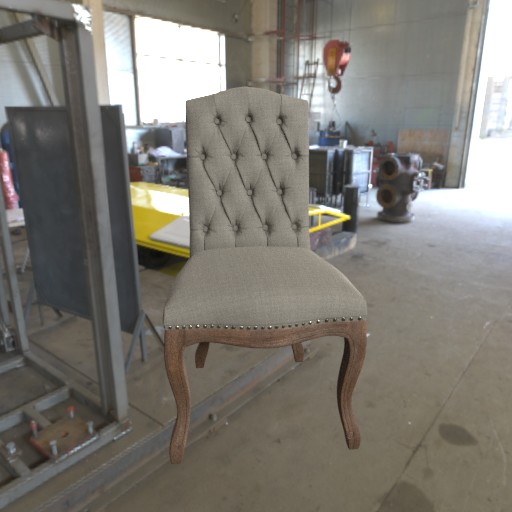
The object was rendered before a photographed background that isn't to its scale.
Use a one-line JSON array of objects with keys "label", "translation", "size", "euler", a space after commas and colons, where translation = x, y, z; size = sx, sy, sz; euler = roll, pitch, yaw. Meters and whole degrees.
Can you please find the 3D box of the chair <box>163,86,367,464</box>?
[{"label": "chair", "translation": [0.000, 0.000, 1.612], "size": [0.637, 1.191, 0.731], "euler": [-2, 18, -6]}]
